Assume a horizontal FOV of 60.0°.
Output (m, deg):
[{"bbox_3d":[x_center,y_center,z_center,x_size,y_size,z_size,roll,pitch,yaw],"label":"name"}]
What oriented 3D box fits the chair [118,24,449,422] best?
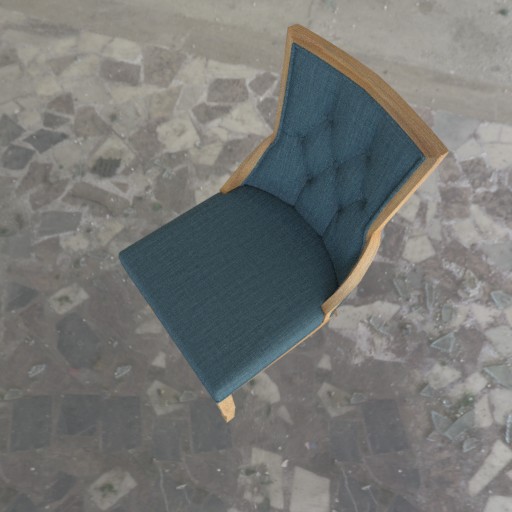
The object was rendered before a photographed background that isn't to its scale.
[{"bbox_3d":[0.000,0.000,1.266,0.641,0.947,0.524,-34,69,-15],"label":"chair"}]
